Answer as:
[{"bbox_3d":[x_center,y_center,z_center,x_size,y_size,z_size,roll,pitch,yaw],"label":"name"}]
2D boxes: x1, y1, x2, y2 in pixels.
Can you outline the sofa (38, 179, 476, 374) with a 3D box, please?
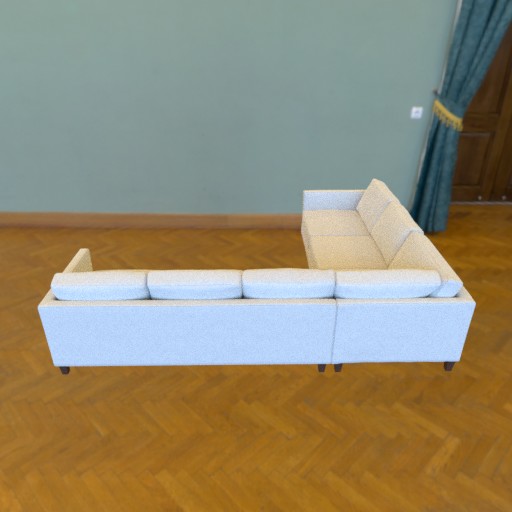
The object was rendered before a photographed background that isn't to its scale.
[{"bbox_3d":[0.000,0.000,4.361,3.182,0.863,2.432,0,28,-1],"label":"sofa"}]
